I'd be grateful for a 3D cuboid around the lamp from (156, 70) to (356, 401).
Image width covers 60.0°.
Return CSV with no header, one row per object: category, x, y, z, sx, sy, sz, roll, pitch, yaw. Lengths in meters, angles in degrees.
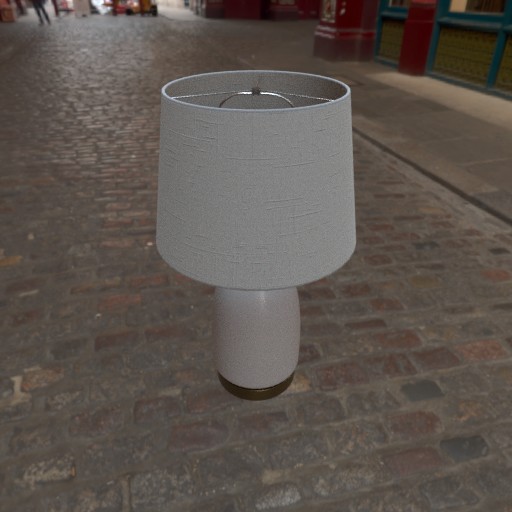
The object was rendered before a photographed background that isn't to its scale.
lamp,0.000,0.000,0.665,0.285,0.483,0.285,0,32,0
